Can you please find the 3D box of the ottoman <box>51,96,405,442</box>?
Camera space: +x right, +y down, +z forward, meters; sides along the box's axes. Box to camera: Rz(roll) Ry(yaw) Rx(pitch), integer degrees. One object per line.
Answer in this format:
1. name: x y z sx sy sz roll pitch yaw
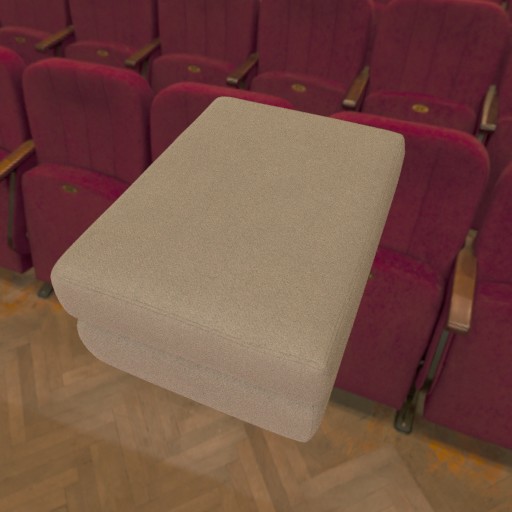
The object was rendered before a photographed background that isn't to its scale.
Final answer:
1. ottoman: 0.000 0.000 1.137 0.569 0.499 0.773 17 49 15
